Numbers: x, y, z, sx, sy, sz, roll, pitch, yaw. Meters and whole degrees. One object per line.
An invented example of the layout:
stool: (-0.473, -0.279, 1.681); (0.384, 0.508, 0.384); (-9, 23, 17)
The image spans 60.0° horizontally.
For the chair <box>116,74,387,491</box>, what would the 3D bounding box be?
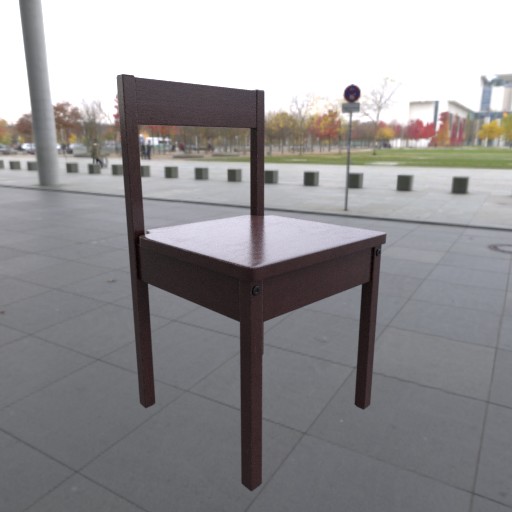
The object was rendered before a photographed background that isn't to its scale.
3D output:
chair: (0.000, 0.000, 0.873); (0.367, 0.668, 0.361); (-13, 19, -42)
